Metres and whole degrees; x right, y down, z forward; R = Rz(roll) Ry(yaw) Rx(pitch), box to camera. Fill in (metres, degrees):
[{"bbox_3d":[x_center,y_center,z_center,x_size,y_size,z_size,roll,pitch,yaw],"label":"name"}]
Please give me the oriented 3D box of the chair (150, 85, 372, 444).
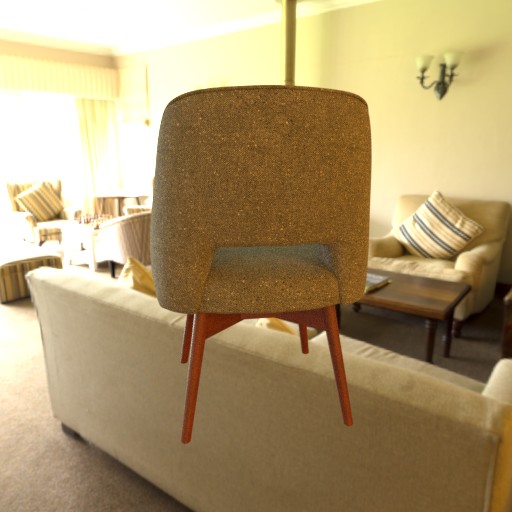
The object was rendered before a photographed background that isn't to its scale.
[{"bbox_3d":[0.000,0.000,1.307,0.608,0.875,0.629,-2,14,-9],"label":"chair"}]
